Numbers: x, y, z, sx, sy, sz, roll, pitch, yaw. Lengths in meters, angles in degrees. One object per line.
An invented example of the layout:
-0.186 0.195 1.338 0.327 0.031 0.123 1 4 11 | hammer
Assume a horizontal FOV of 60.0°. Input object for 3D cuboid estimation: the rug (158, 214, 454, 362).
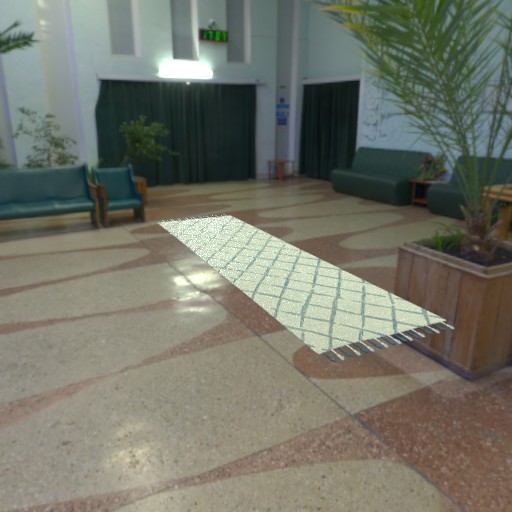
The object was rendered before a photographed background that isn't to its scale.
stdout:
0.000 0.000 2.621 0.620 0.008 2.372 -8 19 -25 | rug
